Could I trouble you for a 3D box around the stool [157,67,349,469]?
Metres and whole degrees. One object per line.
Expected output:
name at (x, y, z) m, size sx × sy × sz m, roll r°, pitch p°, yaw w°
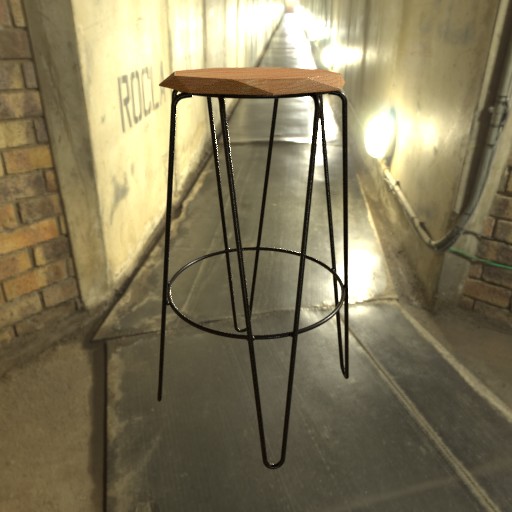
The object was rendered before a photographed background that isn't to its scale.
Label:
stool at (0.000, 0.000, 0.794) m, size 0.326 × 0.610 × 0.326 m, roll 18°, pitch 31°, yaw 32°
